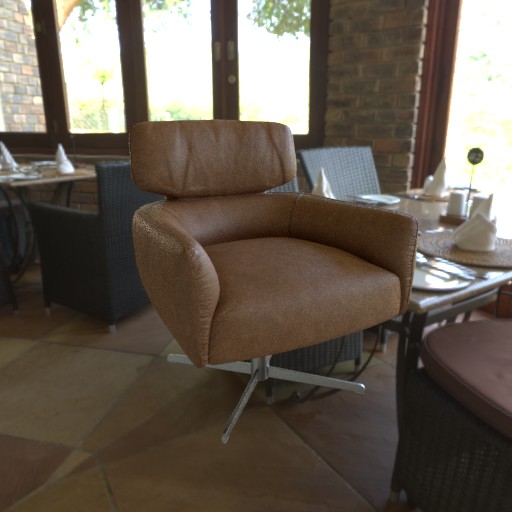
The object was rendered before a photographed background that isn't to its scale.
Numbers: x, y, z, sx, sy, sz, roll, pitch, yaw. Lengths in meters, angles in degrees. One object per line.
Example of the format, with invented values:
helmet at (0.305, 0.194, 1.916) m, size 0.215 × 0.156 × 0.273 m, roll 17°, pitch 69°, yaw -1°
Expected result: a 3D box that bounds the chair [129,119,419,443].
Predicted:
chair at (0.000, 0.000, 1.367) m, size 0.706 × 0.812 × 0.715 m, roll -9°, pitch 19°, yaw -27°
